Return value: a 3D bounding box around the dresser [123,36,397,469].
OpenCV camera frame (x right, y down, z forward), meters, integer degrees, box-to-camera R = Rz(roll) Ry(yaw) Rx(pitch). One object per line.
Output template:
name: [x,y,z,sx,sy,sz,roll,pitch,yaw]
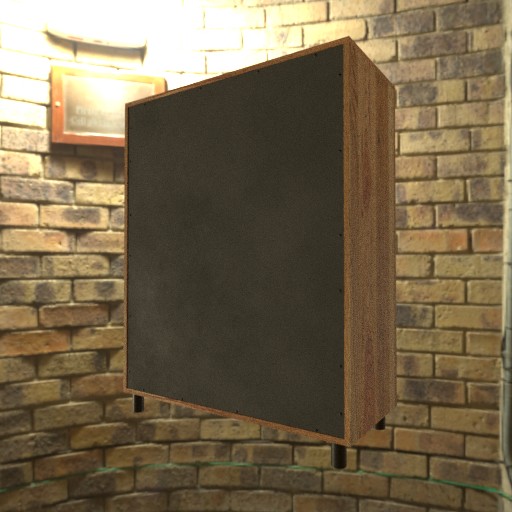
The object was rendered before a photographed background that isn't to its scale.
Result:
dresser: [0.000,0.000,1.724,0.966,1.243,0.480,-1,-1,34]
